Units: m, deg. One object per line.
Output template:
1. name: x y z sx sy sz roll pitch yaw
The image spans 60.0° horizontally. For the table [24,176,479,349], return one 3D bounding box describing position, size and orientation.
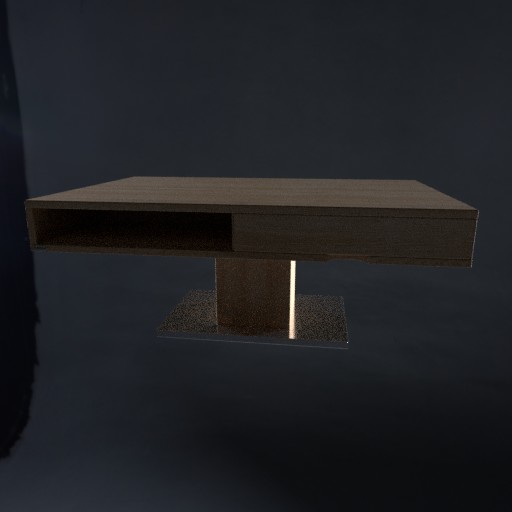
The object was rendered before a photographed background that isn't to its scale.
1. table: 0.000 0.000 1.450 1.100 0.440 0.700 2 15 8
